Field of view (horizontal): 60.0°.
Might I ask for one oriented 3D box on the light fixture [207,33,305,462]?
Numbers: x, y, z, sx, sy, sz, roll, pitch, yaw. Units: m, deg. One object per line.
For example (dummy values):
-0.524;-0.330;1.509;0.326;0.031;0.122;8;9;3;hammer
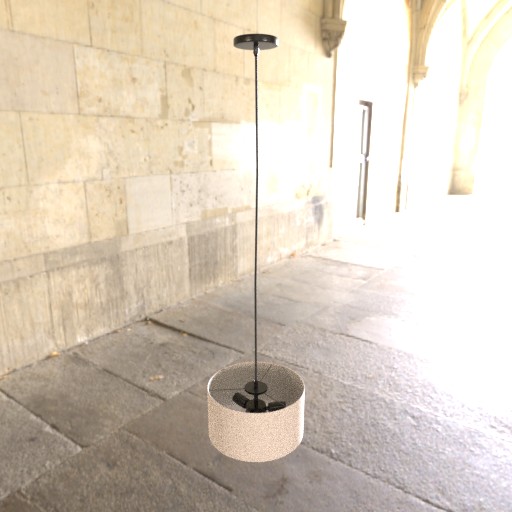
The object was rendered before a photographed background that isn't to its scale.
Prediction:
0.000;0.000;1.688;0.399;1.516;0.399;0;14;0;light fixture
